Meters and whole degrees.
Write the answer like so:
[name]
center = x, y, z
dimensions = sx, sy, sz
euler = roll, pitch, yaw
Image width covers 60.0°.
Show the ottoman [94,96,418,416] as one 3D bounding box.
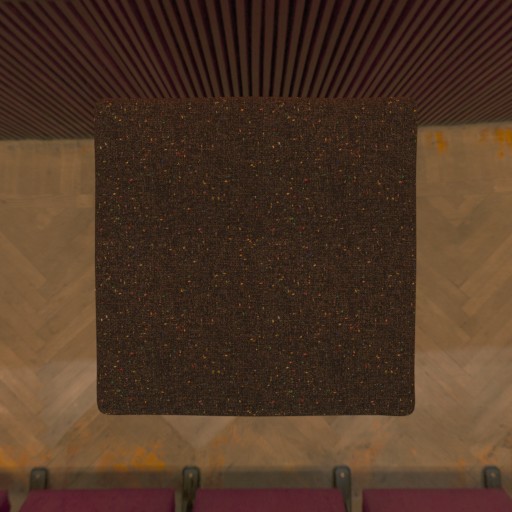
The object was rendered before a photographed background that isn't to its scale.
[ottoman]
center = 0.000, 0.000, 0.879
dimensions = 0.508, 0.432, 0.508
euler = 0, 91, 0
